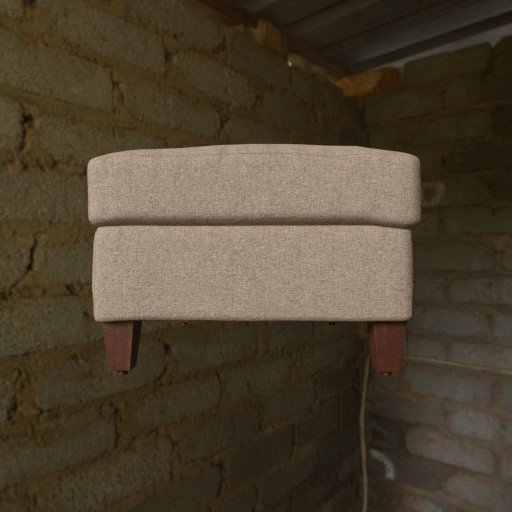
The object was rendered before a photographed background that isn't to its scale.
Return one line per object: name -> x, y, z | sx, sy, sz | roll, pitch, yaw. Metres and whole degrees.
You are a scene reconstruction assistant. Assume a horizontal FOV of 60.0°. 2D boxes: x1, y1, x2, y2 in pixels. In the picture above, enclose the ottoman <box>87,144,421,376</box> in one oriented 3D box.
ottoman -> 0.000, 0.000, 1.312 | 0.692, 0.511, 0.889 | 0, -1, 1
